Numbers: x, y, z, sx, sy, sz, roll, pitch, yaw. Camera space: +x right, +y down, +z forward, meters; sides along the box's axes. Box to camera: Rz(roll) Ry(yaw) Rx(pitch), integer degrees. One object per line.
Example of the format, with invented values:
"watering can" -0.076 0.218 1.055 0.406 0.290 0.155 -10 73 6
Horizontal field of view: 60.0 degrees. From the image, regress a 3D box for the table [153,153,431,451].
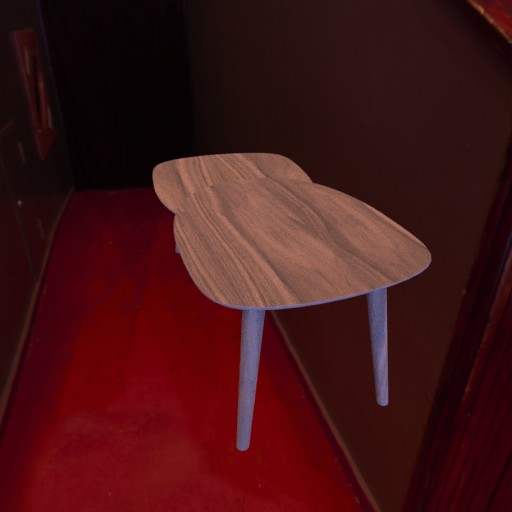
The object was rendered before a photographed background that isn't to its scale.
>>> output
"table" 0.000 0.000 1.358 0.527 0.429 1.084 -9 31 -15
